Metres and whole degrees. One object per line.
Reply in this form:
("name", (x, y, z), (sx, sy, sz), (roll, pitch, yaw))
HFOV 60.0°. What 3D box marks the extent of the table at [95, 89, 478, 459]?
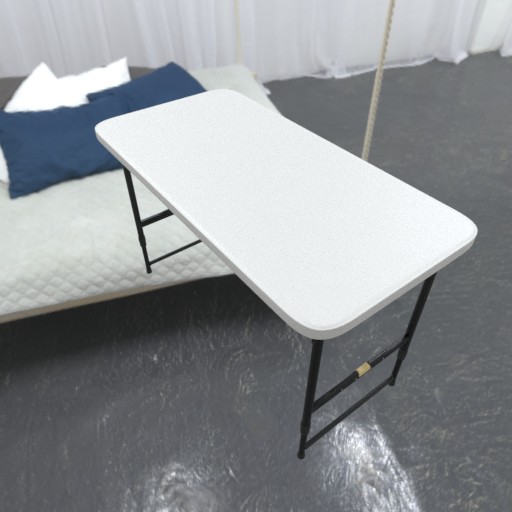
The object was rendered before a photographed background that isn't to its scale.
("table", (0.000, 0.000, 1.622), (0.610, 0.737, 1.219), (-27, 48, -27))
